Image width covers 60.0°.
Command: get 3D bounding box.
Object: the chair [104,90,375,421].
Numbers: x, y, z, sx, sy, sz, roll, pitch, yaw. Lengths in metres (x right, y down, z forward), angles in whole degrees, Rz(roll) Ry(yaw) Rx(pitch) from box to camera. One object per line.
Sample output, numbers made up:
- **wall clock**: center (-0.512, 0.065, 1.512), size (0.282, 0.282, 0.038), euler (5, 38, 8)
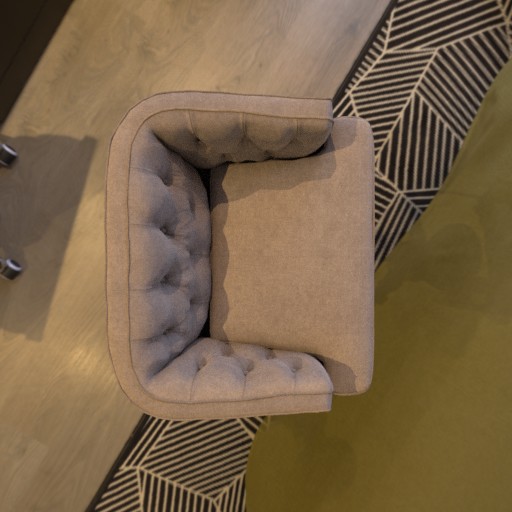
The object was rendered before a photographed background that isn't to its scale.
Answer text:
- **chair**: center (0.000, 0.000, 1.773), size (0.941, 0.852, 1.104), euler (0, 91, 0)
